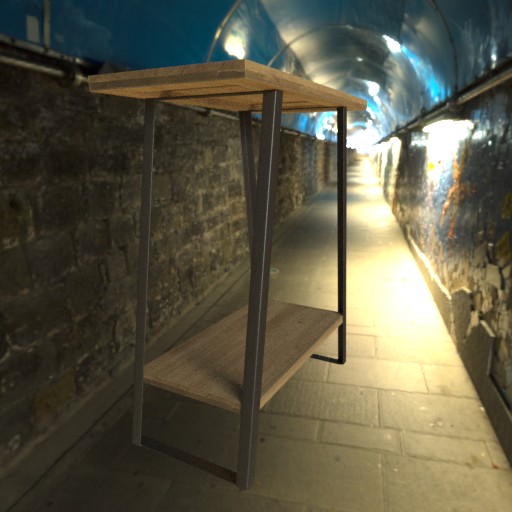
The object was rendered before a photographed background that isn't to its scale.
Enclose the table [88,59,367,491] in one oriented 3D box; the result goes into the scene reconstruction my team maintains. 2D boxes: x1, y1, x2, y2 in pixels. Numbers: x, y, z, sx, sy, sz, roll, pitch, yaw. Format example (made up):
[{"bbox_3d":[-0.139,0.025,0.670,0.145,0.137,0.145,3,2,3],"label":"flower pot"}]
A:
[{"bbox_3d":[0.000,0.000,0.994,0.300,0.701,0.599,7,16,28],"label":"table"}]
